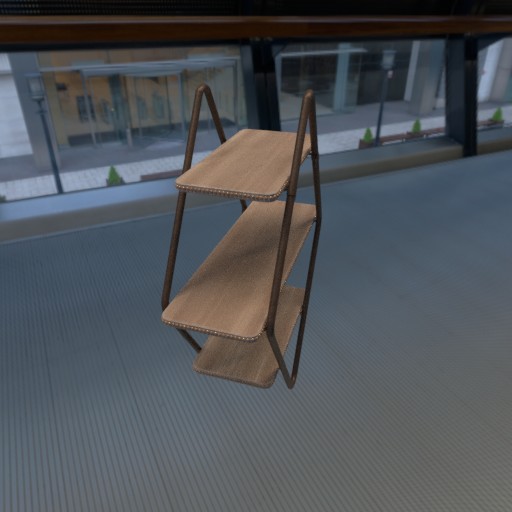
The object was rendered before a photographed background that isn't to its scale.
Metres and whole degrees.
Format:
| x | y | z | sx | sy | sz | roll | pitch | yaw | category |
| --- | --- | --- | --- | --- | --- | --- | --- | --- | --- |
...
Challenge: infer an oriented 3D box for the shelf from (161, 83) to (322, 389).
| x | y | z | sx | sy | sz | roll | pitch | yaw | category |
| --- | --- | --- | --- | --- | --- | --- | --- | --- | --- |
| 0.000 | 0.000 | 1.065 | 0.234 | 0.774 | 0.609 | 9 | 32 | 15 | shelf |
